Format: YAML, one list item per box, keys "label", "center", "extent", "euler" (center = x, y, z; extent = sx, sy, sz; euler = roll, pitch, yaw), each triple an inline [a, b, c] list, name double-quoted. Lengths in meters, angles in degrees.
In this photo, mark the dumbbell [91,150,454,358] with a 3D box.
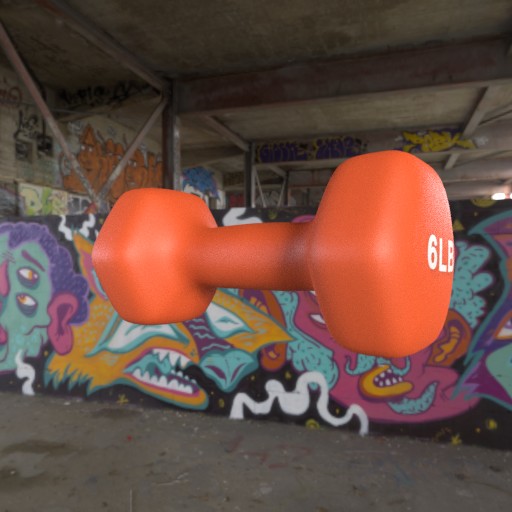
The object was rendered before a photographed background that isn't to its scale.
- label: "dumbbell"
  center: [0.000, 0.000, 0.202]
  extent: [0.162, 0.071, 0.079]
  euler: [-1, -1, 38]
